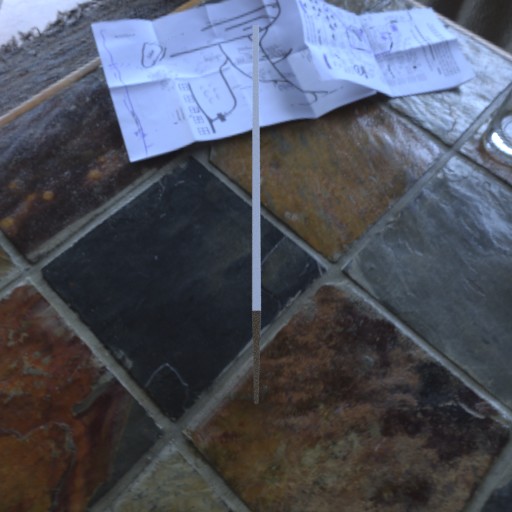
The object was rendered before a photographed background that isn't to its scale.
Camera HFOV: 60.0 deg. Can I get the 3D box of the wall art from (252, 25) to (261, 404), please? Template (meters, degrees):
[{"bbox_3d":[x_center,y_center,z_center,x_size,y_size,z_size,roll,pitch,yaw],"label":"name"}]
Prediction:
[{"bbox_3d":[0.000,0.000,1.241,0.013,0.940,0.659,0,63,0],"label":"wall art"}]
